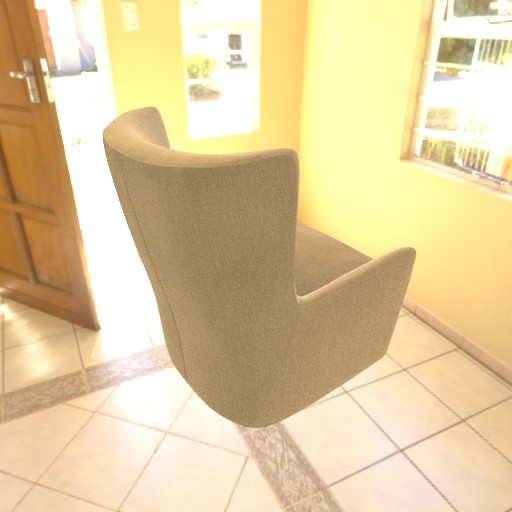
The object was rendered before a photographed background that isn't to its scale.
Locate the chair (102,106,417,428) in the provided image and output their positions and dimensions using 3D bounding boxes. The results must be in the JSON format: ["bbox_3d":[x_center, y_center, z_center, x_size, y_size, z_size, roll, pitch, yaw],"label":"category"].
[{"bbox_3d":[0.000,0.000,1.629,0.904,1.000,0.779,-19,33,-31],"label":"chair"}]
